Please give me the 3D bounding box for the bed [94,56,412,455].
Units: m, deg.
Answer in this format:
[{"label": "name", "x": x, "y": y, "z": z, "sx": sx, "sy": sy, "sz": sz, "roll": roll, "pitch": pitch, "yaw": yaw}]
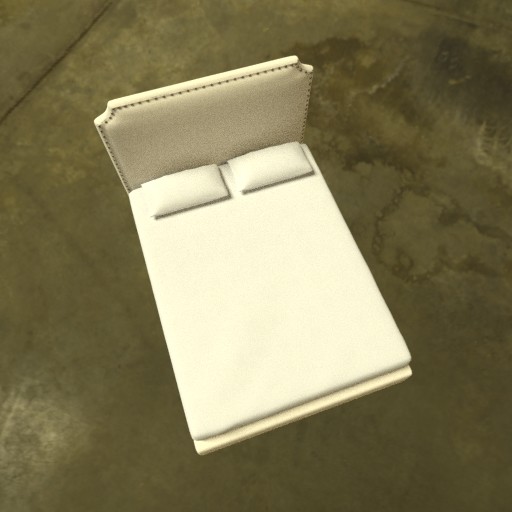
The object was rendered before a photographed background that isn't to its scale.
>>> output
[{"label": "bed", "x": 0.000, "y": 0.000, "z": 3.421, "sx": 1.712, "sy": 1.497, "sz": 2.372, "roll": -17, "pitch": 66, "yaw": -8}]
